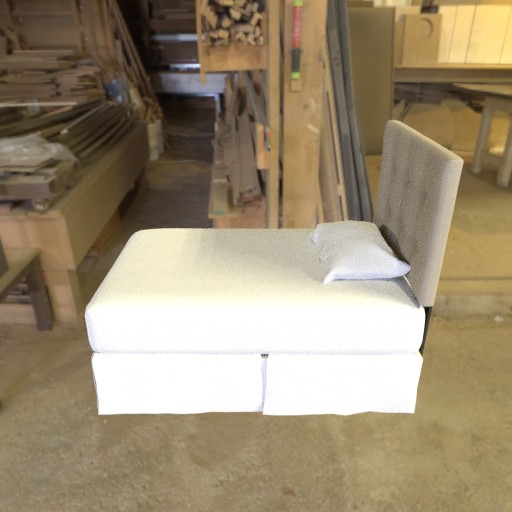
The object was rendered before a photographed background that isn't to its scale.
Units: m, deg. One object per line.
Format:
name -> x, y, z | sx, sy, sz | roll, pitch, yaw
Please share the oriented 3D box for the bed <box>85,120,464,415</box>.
bed -> 0.000, 0.000, 2.926 | 1.997, 1.571, 1.261 | 0, 26, 0
